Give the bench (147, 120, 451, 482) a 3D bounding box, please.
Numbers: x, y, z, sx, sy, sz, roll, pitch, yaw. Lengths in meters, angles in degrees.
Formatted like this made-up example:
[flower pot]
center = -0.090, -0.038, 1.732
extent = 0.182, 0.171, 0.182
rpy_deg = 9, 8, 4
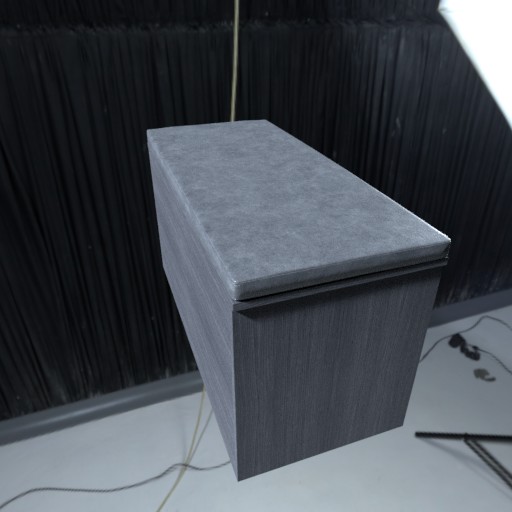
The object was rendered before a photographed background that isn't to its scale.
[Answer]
[bench]
center = 0.000, 0.000, 1.197
extent = 0.401, 0.501, 0.905
rpy_deg = -10, 32, -17
